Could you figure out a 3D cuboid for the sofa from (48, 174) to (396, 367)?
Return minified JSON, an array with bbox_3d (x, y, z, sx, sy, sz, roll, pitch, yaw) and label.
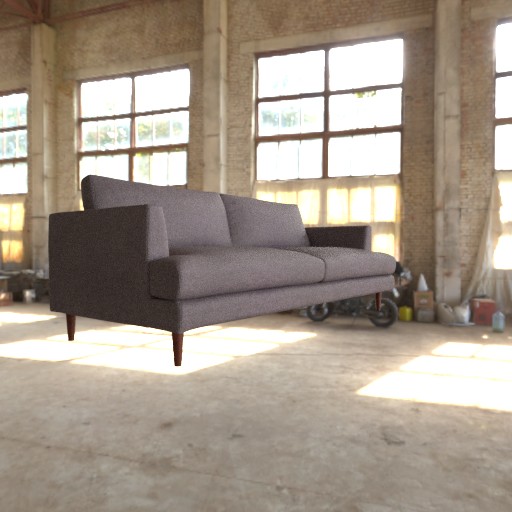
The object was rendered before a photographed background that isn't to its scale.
[{"bbox_3d":[0.000,0.000,2.871,1.020,0.868,2.250,1,1,38],"label":"sofa"}]
